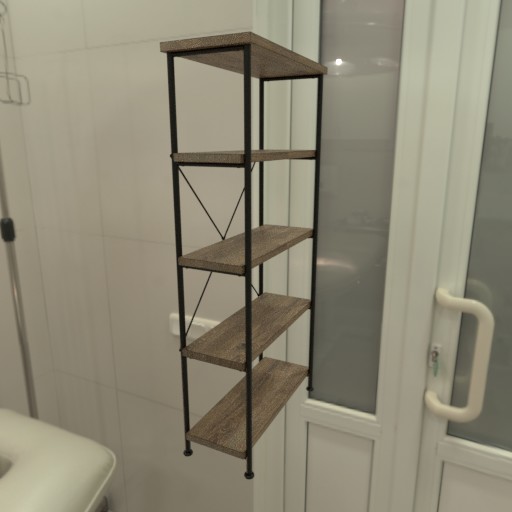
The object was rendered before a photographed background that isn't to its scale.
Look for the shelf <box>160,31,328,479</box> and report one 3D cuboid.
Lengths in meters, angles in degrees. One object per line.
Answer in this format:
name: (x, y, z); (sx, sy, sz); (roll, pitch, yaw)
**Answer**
shelf: (0.000, 0.000, 2.044); (0.360, 1.700, 0.800); (7, 16, 26)
